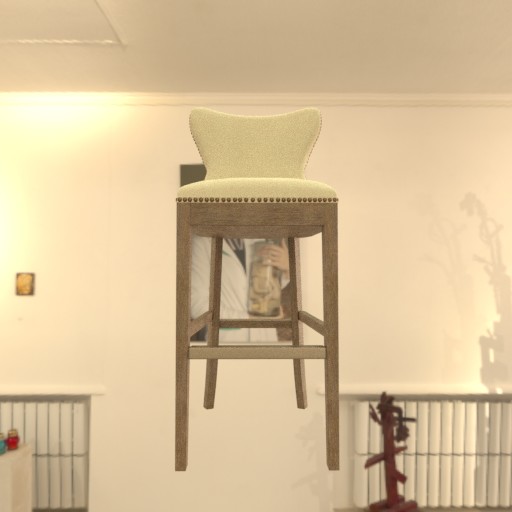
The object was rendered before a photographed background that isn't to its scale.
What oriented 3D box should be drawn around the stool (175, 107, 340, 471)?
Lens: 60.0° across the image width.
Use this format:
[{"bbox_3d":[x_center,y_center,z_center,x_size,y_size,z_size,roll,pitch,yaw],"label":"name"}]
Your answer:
[{"bbox_3d":[0.000,0.000,1.452,0.494,1.123,0.606,0,-1,-1],"label":"stool"}]
